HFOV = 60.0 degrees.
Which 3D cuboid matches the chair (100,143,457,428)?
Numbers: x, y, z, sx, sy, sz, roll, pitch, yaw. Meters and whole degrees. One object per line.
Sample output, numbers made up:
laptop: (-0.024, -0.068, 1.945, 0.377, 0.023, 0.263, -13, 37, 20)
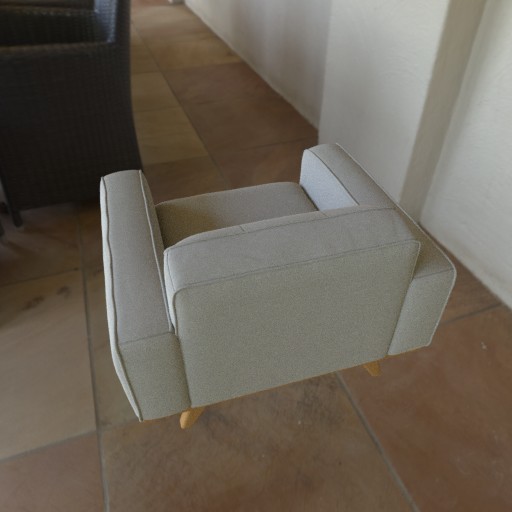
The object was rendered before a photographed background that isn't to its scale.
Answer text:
chair: (0.000, 0.000, 1.737, 1.115, 0.779, 0.953, -11, 42, -12)
